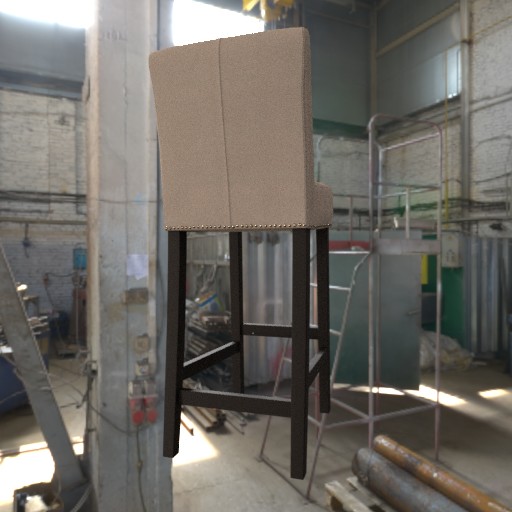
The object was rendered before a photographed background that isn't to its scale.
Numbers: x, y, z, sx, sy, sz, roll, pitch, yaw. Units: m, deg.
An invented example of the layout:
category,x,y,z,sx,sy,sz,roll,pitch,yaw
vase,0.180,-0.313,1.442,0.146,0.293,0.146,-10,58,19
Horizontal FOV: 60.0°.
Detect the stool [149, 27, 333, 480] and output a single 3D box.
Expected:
category,x,y,z,sx,sy,sz,roll,pitch,yaw
stool,0.000,0.000,1.292,0.411,1.047,0.548,0,0,18
